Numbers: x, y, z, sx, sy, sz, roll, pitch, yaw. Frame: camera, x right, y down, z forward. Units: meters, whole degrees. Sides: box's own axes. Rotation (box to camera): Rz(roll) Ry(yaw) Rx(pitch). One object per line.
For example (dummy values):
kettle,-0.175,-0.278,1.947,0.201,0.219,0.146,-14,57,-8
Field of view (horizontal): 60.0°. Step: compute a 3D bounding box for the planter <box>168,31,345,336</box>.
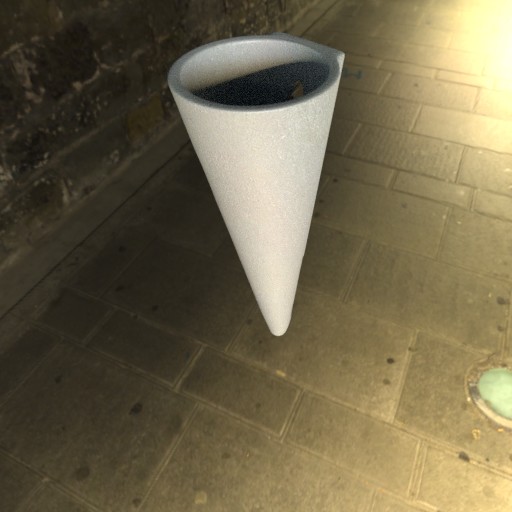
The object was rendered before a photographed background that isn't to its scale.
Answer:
planter,0.000,0.000,0.224,0.057,0.191,0.064,32,54,26
